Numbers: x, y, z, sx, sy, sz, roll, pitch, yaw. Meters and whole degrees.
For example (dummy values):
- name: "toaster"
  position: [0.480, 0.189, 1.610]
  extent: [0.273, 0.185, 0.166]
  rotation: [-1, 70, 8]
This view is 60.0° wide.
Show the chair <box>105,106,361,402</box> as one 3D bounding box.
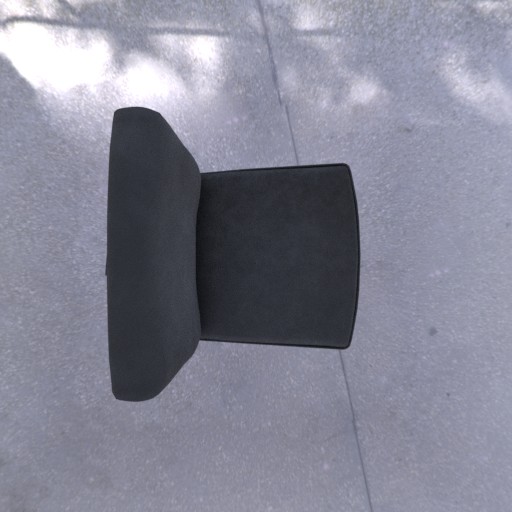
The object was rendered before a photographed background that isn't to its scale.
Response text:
- name: "chair"
  position: [0.000, 0.000, 1.179]
  extent: [0.554, 0.806, 0.521]
  rotation: [0, 89, -1]
